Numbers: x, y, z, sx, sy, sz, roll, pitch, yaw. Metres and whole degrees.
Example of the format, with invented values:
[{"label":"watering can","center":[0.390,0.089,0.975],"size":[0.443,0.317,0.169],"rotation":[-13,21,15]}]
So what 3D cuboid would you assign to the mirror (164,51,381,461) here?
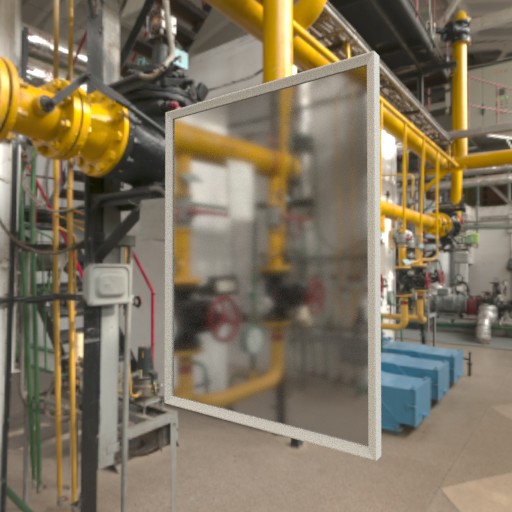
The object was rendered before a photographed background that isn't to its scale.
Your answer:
[{"label":"mirror","center":[0.000,0.000,1.339],"size":[0.762,1.016,0.041],"rotation":[-1,-1,36]}]
